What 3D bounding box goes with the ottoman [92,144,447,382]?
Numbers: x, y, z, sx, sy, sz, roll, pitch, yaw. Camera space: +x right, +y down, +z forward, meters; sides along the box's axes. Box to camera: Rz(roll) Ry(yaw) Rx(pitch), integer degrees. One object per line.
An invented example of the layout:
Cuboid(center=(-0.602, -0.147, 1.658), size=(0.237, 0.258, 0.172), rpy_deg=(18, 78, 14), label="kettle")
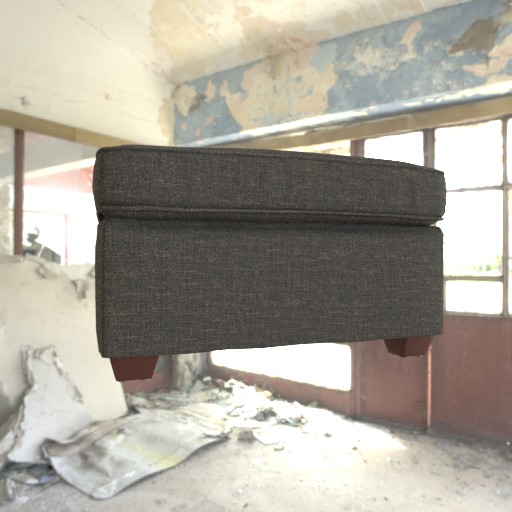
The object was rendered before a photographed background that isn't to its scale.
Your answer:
Cuboid(center=(0.000, 0.000, 1.093), size=(0.749, 0.450, 0.549), rpy_deg=(0, 0, -19), label="ottoman")
